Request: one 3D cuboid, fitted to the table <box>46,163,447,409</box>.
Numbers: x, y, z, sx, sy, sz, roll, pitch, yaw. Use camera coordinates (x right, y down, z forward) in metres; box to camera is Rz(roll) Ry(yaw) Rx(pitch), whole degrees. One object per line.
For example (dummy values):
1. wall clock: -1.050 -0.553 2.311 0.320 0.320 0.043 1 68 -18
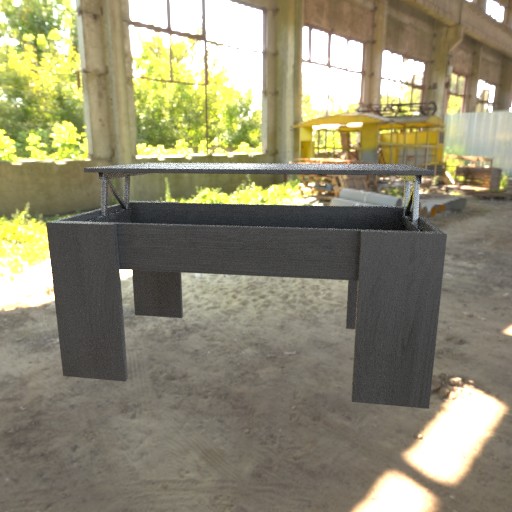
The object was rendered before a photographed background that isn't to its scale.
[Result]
1. table: 0.000 0.000 1.449 1.000 0.570 0.711 2 14 9
